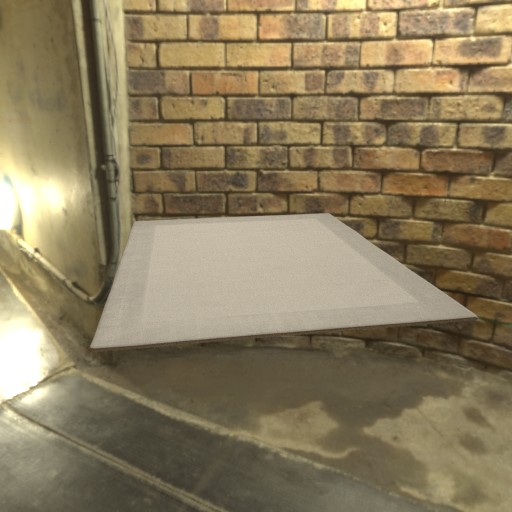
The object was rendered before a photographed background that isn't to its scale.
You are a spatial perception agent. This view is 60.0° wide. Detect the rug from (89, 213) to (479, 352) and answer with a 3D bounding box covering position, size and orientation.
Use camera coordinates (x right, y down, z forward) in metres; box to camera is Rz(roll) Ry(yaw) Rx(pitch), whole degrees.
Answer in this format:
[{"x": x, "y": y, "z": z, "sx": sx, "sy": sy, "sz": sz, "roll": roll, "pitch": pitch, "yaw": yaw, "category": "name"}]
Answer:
[{"x": 0.000, "y": 0.000, "z": 4.060, "sx": 2.430, "sy": 0.018, "sz": 2.976, "roll": -3, "pitch": 19, "yaw": -9, "category": "rug"}]
